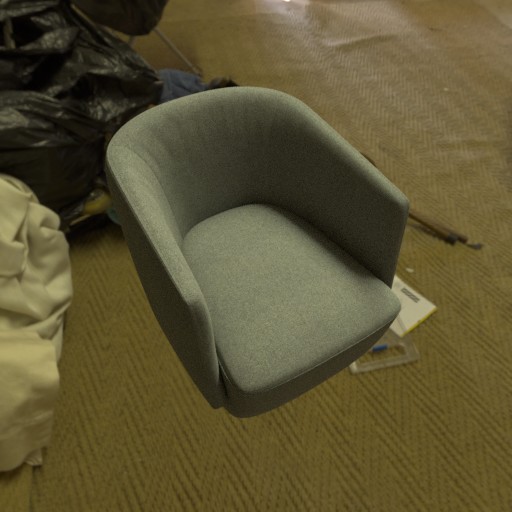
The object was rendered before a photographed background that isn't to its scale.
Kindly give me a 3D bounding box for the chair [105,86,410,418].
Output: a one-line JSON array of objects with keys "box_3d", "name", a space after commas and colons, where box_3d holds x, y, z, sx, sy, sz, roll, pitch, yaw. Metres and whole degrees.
[{"box_3d": [0.000, 0.000, 1.665, 0.822, 0.861, 0.986, -24, 52, -21], "name": "chair"}]
